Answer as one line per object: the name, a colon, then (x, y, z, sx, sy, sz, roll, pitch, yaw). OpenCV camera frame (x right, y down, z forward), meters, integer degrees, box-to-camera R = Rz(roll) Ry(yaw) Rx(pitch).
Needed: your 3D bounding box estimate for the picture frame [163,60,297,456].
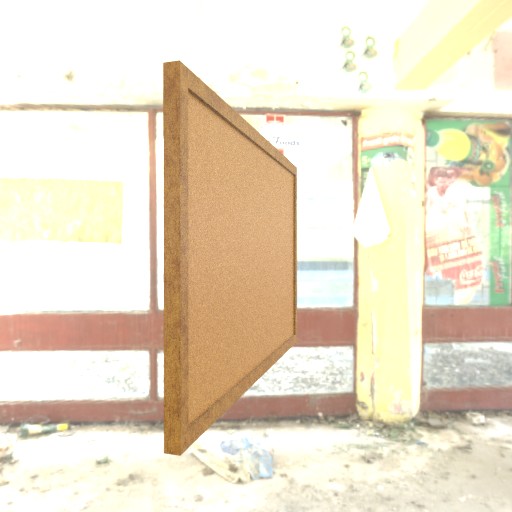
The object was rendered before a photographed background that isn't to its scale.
picture frame: (0.000, 0.000, 1.141, 0.029, 0.621, 0.922, 0, 1, 17)
